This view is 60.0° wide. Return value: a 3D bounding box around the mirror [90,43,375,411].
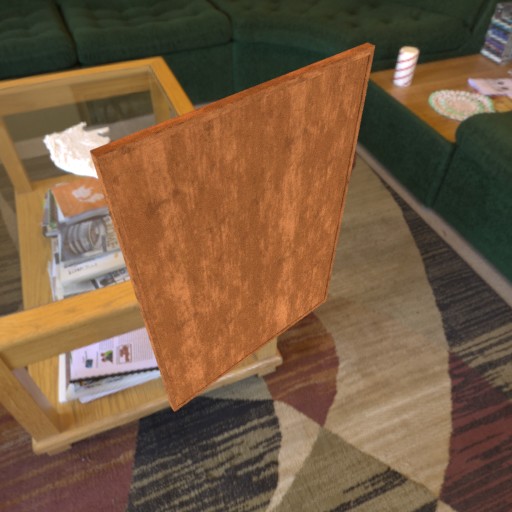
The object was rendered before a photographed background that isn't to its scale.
[{"bbox_3d":[0.000,0.000,1.399,0.796,1.099,0.028,-31,54,-26],"label":"mirror"}]
